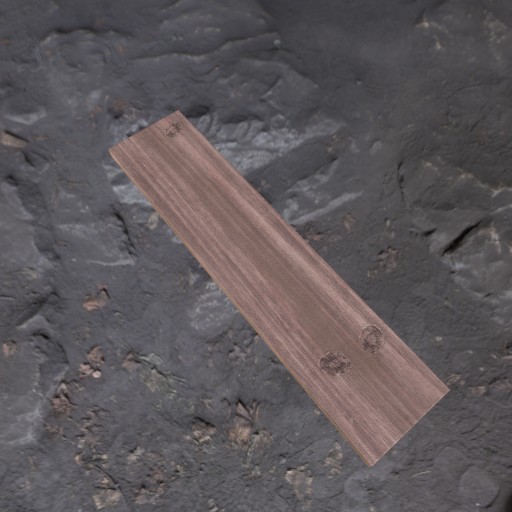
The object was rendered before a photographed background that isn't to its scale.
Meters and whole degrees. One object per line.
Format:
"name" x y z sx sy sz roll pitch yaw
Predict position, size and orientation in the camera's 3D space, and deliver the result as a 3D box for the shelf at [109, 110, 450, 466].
"shelf" 0.000 0.000 0.656 0.140 0.020 0.610 -36 68 -16
